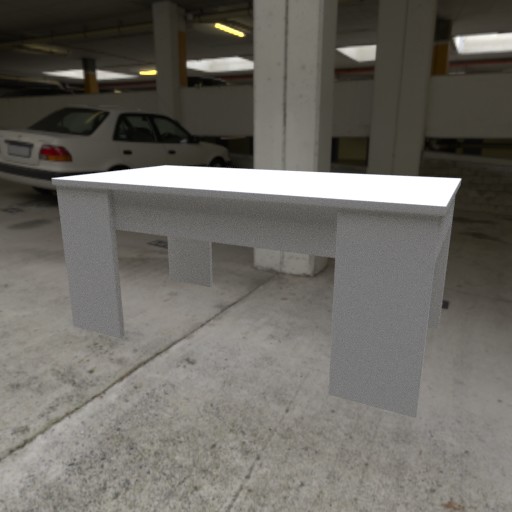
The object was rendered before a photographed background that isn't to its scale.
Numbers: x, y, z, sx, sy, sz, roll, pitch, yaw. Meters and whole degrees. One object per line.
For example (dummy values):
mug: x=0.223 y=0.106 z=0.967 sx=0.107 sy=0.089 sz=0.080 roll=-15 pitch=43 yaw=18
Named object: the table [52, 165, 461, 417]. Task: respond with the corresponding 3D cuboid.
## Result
table: x=0.000 y=0.000 z=1.269 sx=1.000 sy=0.440 sz=0.500 roll=8 pitch=18 yaw=26
